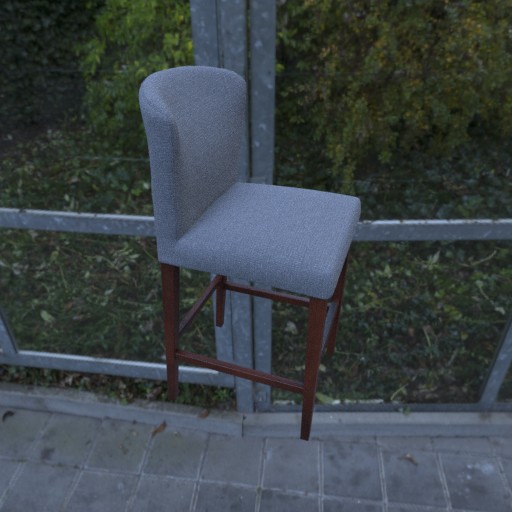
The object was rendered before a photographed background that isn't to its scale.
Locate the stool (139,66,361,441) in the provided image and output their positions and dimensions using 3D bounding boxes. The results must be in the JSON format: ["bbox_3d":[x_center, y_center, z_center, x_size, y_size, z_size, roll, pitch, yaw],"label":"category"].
[{"bbox_3d":[0.000,0.000,1.400,0.568,1.069,0.486,11,34,17],"label":"stool"}]
